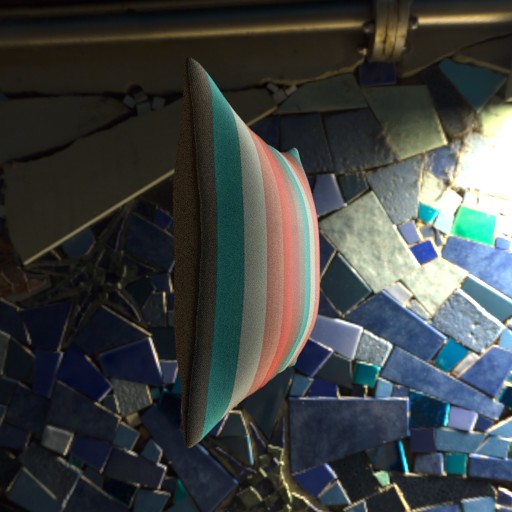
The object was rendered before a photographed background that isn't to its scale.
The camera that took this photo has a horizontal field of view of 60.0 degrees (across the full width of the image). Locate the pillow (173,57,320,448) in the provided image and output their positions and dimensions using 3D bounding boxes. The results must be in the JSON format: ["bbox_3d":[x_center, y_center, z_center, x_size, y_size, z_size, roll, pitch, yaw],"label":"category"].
[{"bbox_3d":[0.000,0.000,0.702,0.168,0.443,0.453,0,0,20],"label":"pillow"}]
